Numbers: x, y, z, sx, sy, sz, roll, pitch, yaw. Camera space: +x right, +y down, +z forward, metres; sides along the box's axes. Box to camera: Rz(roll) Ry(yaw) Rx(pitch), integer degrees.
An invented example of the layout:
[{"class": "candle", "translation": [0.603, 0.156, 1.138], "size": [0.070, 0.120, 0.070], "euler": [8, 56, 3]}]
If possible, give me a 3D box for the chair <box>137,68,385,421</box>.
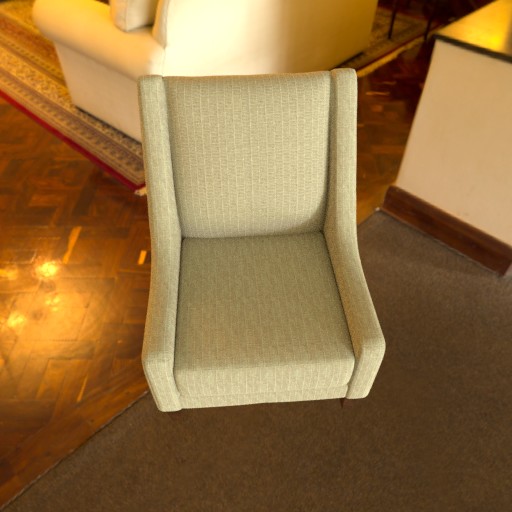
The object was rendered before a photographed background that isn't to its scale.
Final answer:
[{"class": "chair", "translation": [0.000, 0.000, 1.616], "size": [0.774, 1.014, 0.870], "euler": [-3, 47, -3]}]
